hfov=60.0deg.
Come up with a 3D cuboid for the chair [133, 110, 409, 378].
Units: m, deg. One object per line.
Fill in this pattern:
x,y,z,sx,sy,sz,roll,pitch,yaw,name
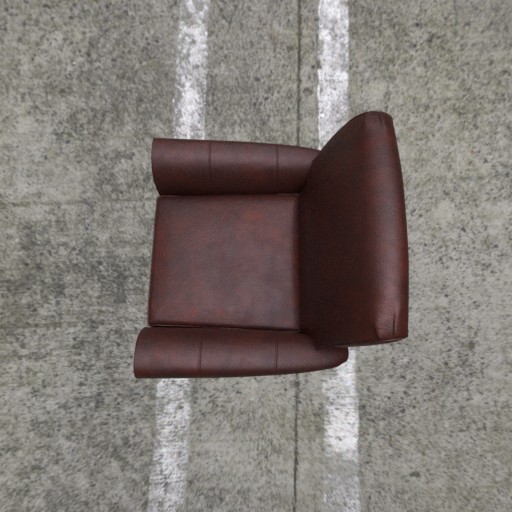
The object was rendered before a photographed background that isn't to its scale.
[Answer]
0.000,0.000,1.809,0.902,1.061,0.978,1,75,0,chair
